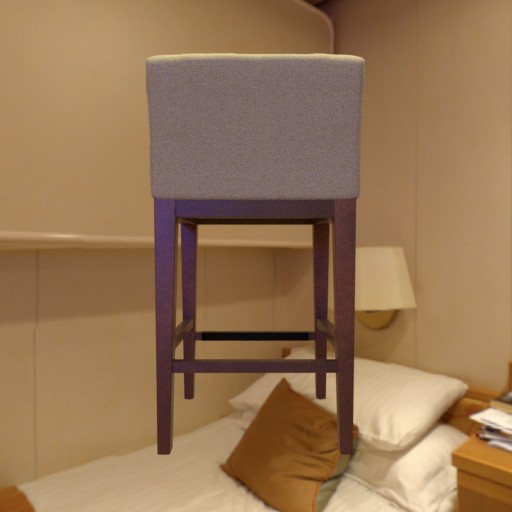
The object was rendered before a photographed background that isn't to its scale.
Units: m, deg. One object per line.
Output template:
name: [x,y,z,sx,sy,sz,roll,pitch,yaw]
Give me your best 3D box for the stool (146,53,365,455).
stool: [0.000,0.000,1.238,0.511,0.937,0.500,0,0,0]
